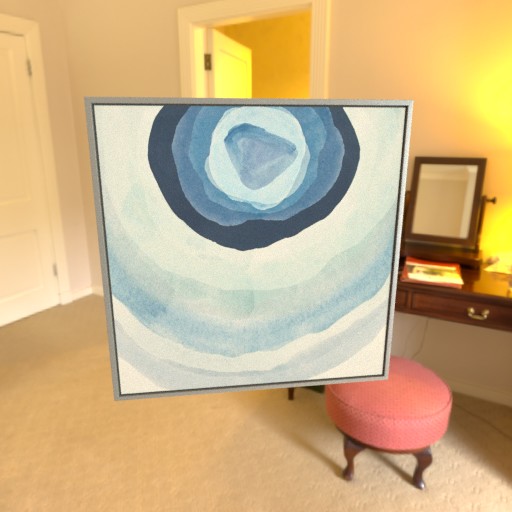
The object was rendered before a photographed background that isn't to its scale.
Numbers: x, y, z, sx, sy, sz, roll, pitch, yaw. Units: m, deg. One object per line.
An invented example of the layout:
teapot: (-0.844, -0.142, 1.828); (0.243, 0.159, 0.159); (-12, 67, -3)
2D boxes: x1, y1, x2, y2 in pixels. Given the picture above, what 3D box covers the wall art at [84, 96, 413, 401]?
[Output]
wall art: (0.000, 0.000, 1.205); (0.809, 0.807, 0.038); (-2, 16, -8)
